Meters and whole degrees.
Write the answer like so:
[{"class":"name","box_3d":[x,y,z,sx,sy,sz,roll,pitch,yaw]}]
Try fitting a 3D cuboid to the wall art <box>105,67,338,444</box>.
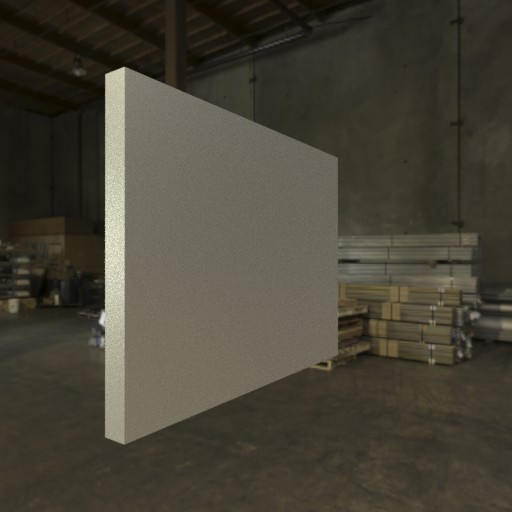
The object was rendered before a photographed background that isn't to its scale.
[{"class":"wall art","box_3d":[0.000,0.000,1.390,0.066,0.801,1.056,0,0,35]}]
